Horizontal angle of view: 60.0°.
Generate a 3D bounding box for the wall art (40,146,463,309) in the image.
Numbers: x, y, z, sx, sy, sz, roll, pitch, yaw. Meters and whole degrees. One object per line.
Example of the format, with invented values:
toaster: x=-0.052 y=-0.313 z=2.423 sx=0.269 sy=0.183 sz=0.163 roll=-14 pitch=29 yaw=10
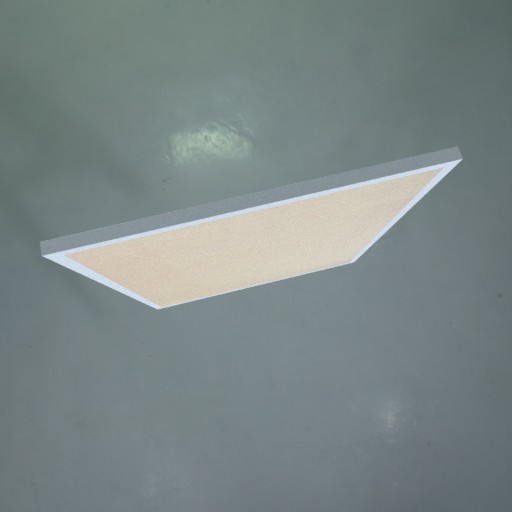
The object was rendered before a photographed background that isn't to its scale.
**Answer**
wall art: x=0.000 y=0.000 z=0.614 sx=0.382 sy=0.456 sz=0.013 roll=-13 pitch=78 yaw=-3
